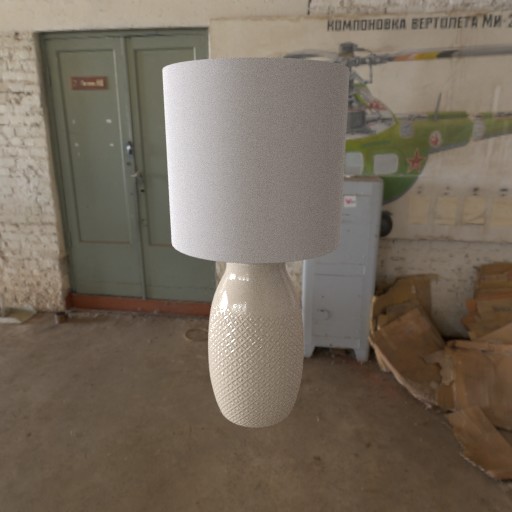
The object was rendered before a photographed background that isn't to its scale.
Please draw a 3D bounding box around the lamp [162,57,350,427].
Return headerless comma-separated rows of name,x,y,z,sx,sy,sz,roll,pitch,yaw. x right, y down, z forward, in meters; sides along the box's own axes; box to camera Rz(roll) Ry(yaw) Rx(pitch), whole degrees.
lamp,0.000,0.000,0.585,0.217,0.453,0.217,15,22,43
